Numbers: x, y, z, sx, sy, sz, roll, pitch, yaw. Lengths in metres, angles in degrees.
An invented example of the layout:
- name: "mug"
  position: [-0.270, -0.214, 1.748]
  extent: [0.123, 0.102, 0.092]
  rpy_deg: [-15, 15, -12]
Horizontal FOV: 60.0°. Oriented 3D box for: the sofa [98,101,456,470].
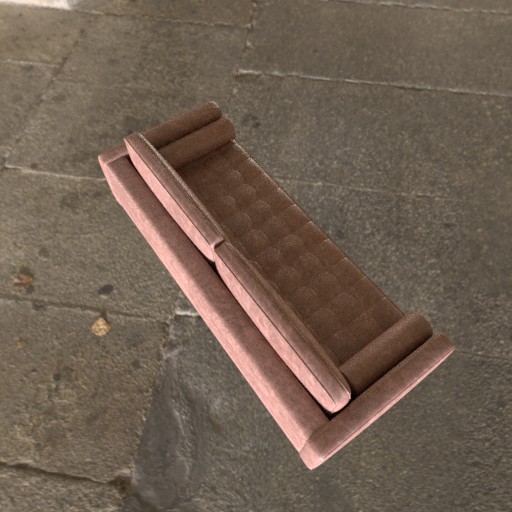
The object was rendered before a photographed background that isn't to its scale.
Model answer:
- name: "sofa"
  position: [0.000, 0.000, 2.660]
  extent: [0.914, 0.762, 2.210]
  rpy_deg: [-32, 65, -17]
